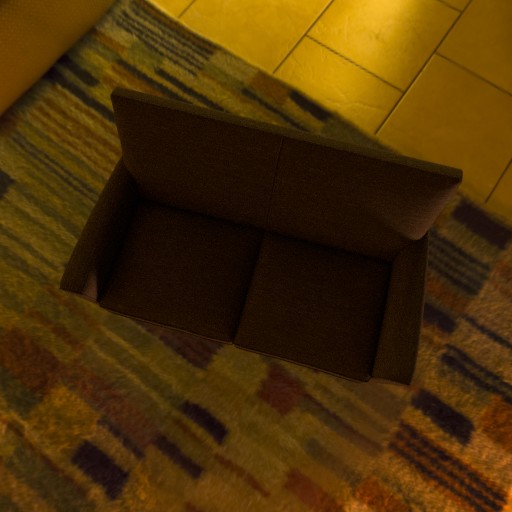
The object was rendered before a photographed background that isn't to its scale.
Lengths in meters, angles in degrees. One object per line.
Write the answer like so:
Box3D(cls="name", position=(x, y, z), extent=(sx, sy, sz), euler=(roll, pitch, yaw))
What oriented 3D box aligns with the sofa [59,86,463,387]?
Box3D(cls="sofa", position=(0.000, 0.000, 2.074), extent=(1.509, 0.905, 0.867), euler=(15, 75, 4))
